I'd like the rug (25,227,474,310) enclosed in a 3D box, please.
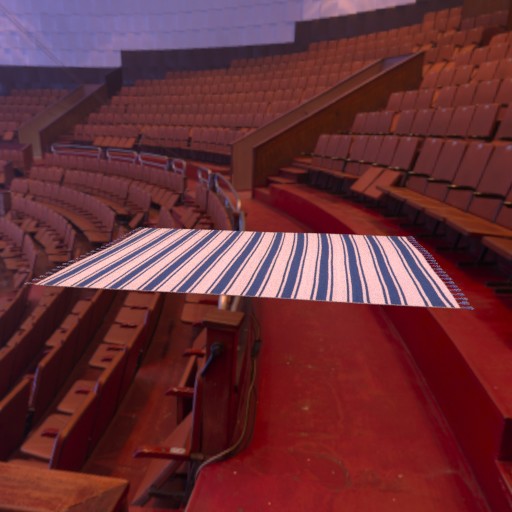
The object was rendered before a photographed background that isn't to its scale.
[{"bbox_3d":[0.000,0.000,2.950,2.315,0.010,1.544,2,15,9],"label":"rug"}]
